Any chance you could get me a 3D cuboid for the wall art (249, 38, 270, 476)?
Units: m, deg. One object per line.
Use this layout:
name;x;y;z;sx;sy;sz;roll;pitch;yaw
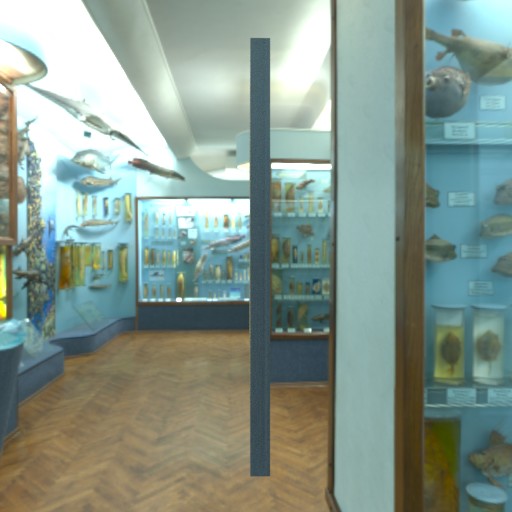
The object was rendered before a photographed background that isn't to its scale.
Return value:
wall art;0.000;0.000;0.893;0.026;0.558;0.660;0;0;-1
